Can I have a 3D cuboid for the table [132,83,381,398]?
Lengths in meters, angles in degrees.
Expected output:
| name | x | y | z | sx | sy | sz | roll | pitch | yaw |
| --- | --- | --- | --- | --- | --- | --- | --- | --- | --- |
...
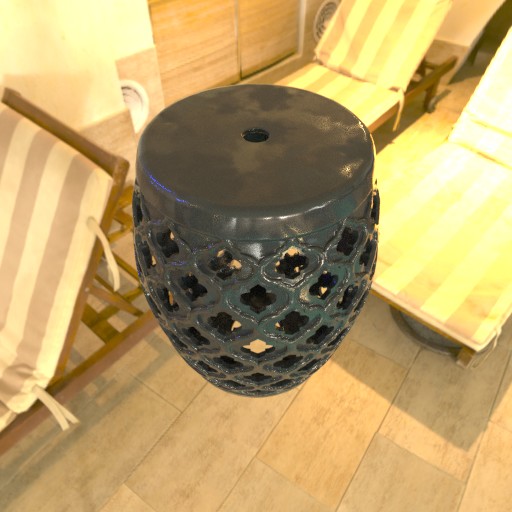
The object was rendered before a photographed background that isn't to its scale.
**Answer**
| name | x | y | z | sx | sy | sz | roll | pitch | yaw |
| --- | --- | --- | --- | --- | --- | --- | --- | --- | --- |
| table | 0.000 | 0.000 | 0.629 | 0.325 | 0.388 | 0.325 | 0 | 46 | 0 |
